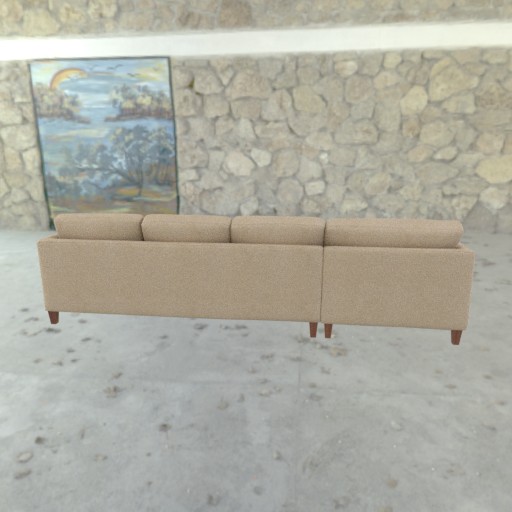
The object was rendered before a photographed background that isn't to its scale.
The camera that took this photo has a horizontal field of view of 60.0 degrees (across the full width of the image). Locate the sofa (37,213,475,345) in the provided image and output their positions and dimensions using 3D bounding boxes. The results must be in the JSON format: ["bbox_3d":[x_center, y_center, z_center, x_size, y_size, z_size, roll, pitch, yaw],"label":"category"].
[{"bbox_3d":[0.000,0.000,3.912,3.201,0.876,1.502,2,13,7],"label":"sofa"}]
